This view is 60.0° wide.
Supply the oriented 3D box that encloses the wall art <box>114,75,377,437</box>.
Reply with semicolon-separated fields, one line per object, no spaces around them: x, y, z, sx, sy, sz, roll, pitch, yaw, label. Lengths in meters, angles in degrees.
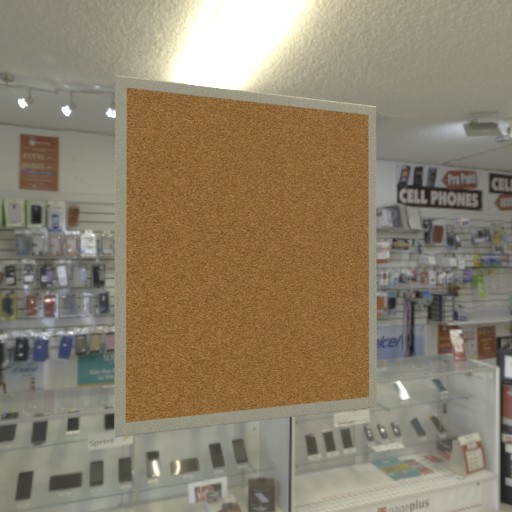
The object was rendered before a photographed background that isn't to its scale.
0.000;0.000;0.732;0.444;0.536;0.020;0;-1;-18;wall art
